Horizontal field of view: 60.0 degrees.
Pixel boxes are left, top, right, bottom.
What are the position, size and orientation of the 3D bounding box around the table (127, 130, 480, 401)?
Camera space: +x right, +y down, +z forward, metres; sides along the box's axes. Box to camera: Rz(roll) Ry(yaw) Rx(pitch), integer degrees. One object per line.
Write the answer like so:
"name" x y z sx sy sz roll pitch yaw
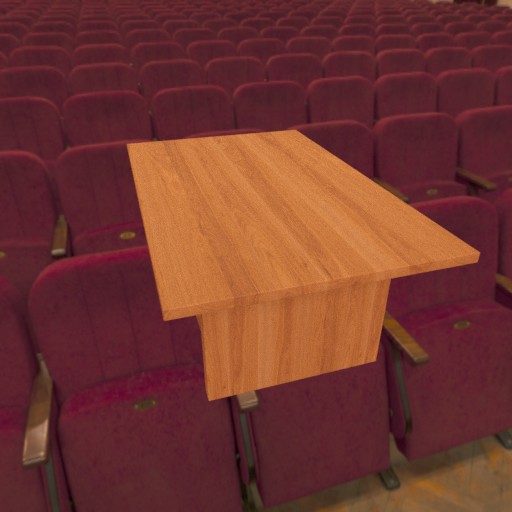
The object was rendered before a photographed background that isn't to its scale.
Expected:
"table" 0.000 0.000 1.474 0.700 0.510 1.100 -9 32 -15
